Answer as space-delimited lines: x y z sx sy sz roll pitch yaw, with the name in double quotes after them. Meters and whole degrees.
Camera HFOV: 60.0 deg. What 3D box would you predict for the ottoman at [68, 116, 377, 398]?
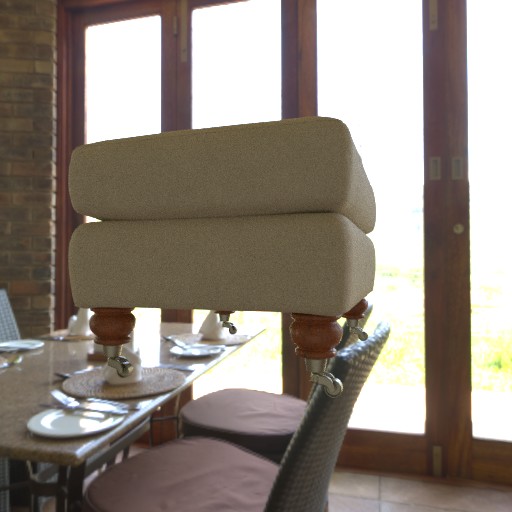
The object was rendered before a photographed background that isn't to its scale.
0.000 0.000 1.141 0.569 0.504 0.773 0 -1 18 "ottoman"
